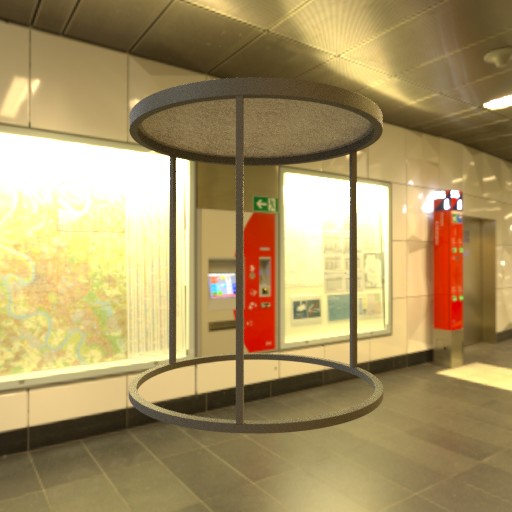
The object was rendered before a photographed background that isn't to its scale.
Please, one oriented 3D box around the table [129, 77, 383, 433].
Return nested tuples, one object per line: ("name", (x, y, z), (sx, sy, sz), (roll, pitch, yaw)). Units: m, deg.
("table", (0.000, 0.000, 0.853), (0.470, 0.498, 0.470), (0, -1, 0))
